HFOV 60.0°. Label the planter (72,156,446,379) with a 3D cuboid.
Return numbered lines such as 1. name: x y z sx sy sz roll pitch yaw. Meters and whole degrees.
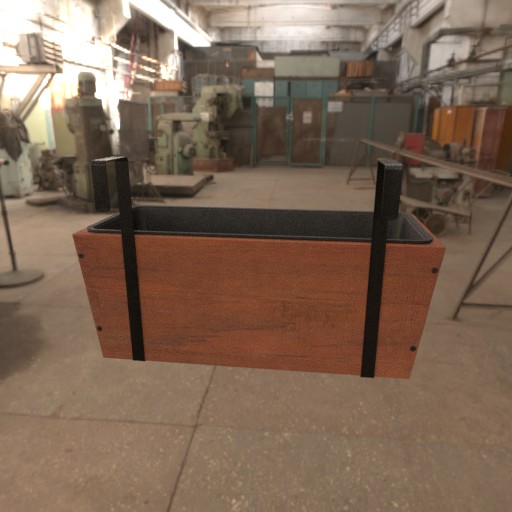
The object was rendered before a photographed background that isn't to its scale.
1. planter: 0.000 0.000 0.640 0.480 0.289 0.262 2 17 7
